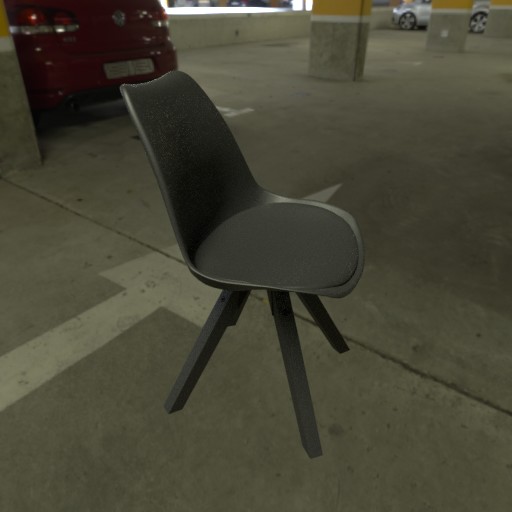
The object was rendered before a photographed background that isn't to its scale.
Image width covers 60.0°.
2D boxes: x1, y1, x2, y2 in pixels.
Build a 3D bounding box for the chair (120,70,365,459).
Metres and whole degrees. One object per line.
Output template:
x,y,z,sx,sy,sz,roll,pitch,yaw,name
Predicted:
0.000,0.000,1.157,0.550,0.850,0.485,10,32,17,chair
